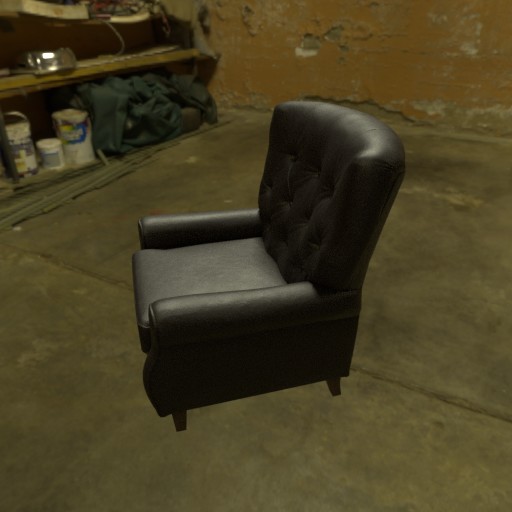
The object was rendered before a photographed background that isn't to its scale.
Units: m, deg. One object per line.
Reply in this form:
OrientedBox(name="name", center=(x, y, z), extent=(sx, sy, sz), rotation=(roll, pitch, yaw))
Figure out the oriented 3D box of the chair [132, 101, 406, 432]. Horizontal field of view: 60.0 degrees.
OrientedBox(name="chair", center=(0.000, 0.000, 1.909), extent=(1.058, 1.158, 0.948), rotation=(-8, 31, -14))
